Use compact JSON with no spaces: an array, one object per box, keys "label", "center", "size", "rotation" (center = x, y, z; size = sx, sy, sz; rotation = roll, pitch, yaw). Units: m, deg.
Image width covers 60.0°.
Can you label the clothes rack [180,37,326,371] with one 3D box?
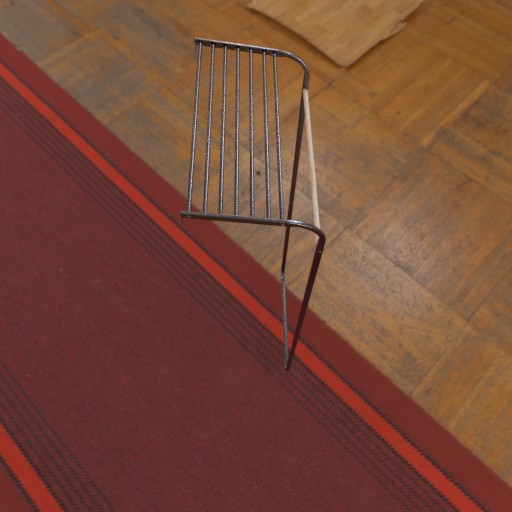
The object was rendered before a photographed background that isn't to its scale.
[{"label":"clothes rack","center":[0.000,0.000,1.833],"size":[0.349,1.574,0.609],"rotation":[-1,62,0]}]
